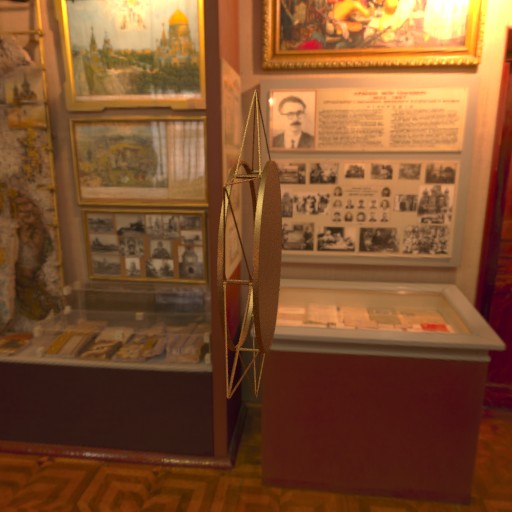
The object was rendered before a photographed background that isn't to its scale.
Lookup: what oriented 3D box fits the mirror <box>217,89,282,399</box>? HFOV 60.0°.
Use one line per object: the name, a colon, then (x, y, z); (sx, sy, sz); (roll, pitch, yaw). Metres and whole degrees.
mirror: (0.000, 0.000, 0.818); (0.062, 0.581, 0.498); (2, 13, 9)
